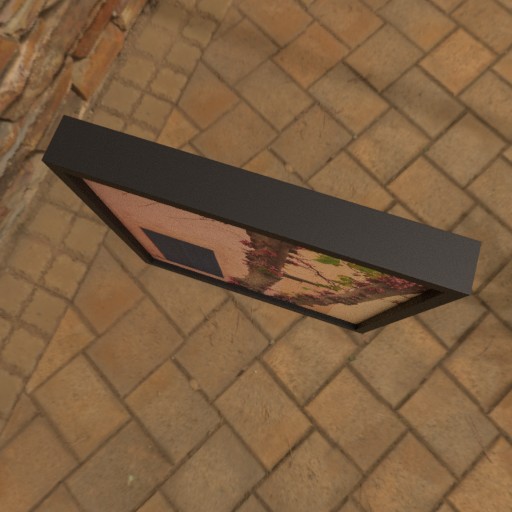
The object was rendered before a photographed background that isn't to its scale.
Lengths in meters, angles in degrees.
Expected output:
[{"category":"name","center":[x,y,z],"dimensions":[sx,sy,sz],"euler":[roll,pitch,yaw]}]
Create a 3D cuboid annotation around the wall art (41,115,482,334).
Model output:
[{"category":"wall art","center":[0.000,0.000,0.450],"dimensions":[0.305,0.304,0.038],"euler":[18,76,5]}]
